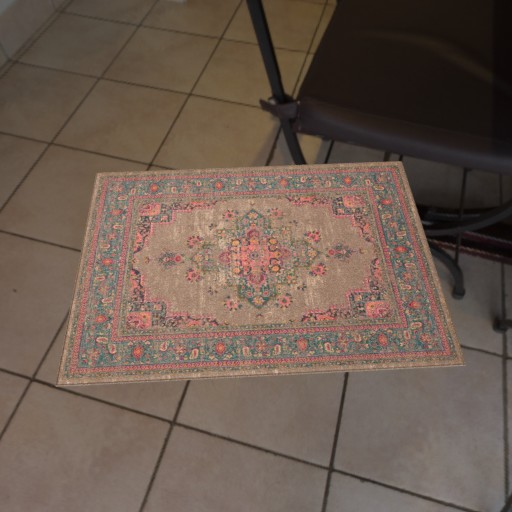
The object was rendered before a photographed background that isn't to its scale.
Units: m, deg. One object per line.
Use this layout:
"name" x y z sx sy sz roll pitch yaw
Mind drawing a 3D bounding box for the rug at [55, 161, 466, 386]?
"rug" 0.000 0.000 3.650 2.890 0.013 2.005 -2 57 -2
